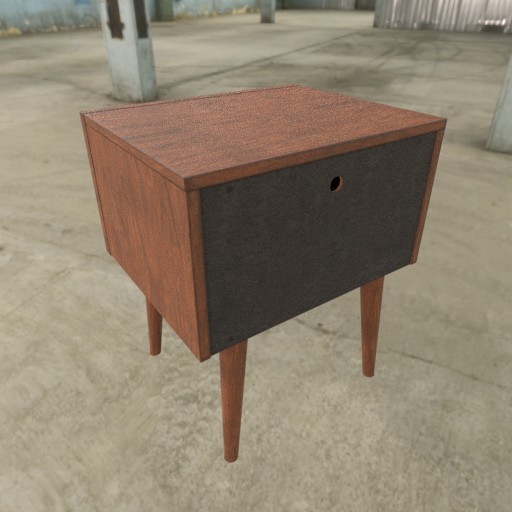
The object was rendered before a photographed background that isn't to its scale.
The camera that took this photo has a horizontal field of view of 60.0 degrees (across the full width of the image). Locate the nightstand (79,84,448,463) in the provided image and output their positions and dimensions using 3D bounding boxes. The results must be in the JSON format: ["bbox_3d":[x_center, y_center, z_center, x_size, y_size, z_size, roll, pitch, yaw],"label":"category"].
[{"bbox_3d":[0.000,0.000,0.970,0.521,0.607,0.445,-20,36,-30],"label":"nightstand"}]
